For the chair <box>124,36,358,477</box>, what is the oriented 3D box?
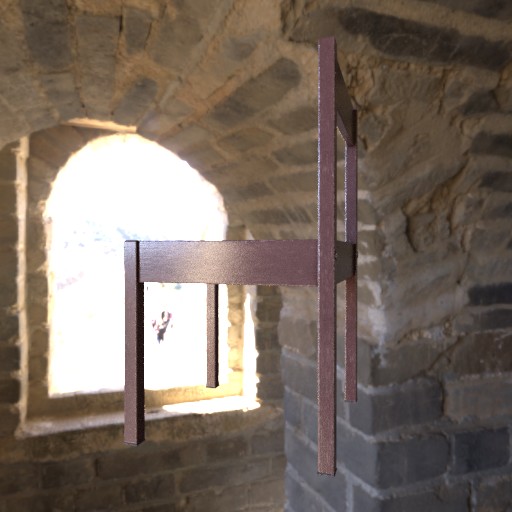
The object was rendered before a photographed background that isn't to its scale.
[{"bbox_3d":[0.000,0.000,0.685,0.285,0.505,0.285,0,0,18],"label":"chair"}]
